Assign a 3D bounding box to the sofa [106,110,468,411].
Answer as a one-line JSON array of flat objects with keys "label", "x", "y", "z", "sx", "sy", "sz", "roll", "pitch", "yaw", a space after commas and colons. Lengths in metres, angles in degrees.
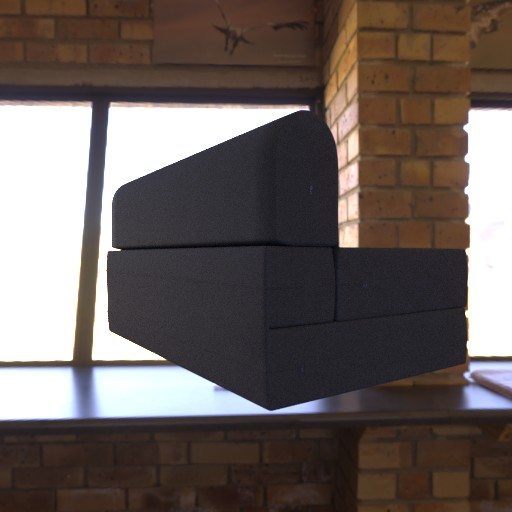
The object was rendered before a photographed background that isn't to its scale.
[{"label": "sofa", "x": 0.000, "y": 0.000, "z": 1.638, "sx": 0.762, "sy": 0.660, "sz": 1.219, "roll": 0, "pitch": 0, "yaw": -34}]
